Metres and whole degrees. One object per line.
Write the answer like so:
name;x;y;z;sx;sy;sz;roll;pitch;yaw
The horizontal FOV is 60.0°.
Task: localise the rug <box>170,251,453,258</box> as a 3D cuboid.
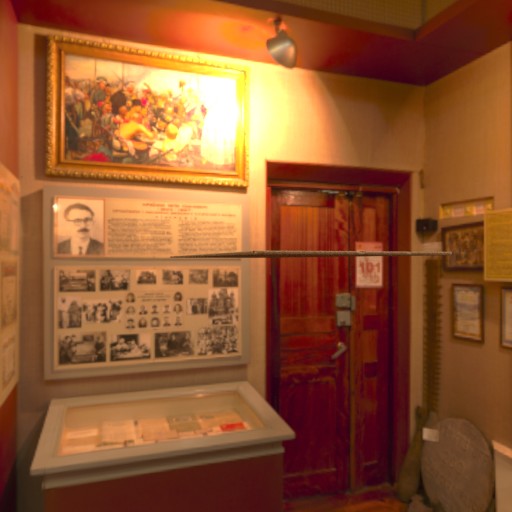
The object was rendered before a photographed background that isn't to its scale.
rug;0.000;0.000;2.677;0.762;0.012;2.438;0;-1;-17
